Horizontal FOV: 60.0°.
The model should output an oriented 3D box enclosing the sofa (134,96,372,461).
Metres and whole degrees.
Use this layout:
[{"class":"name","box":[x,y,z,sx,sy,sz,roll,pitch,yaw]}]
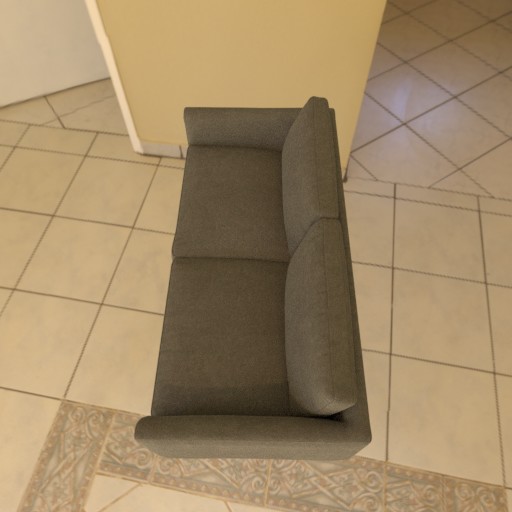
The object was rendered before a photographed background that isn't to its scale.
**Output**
[{"class":"sofa","box":[0.000,0.000,2.762,1.092,0.838,2.257,1,58,1]}]
